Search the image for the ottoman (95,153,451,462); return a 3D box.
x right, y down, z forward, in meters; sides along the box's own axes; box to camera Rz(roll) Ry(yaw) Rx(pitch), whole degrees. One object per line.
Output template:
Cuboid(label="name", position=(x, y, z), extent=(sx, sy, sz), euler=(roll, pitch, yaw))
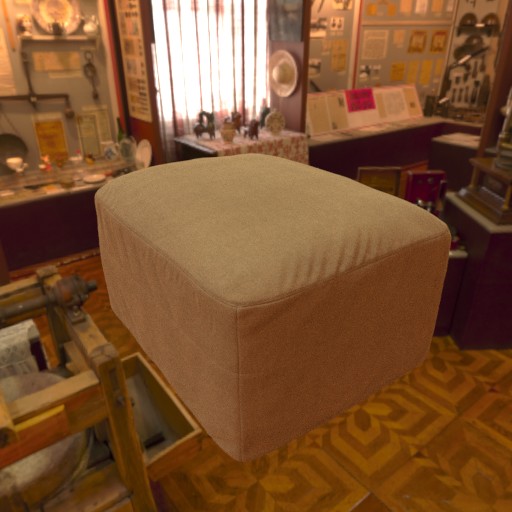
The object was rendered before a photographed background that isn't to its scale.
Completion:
Cuboid(label="ottoman", position=(0.000, 0.000, 1.271), extent=(0.683, 0.481, 0.837), euler=(-18, 32, -31))
